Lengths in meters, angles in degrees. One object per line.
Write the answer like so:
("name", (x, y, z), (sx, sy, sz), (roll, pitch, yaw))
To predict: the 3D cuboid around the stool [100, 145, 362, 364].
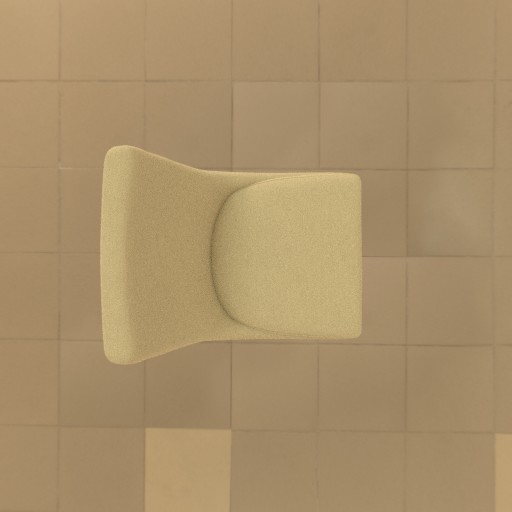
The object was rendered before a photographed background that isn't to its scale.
("stool", (0.000, 0.000, 1.353), (0.577, 1.078, 0.470), (0, 90, 1))
